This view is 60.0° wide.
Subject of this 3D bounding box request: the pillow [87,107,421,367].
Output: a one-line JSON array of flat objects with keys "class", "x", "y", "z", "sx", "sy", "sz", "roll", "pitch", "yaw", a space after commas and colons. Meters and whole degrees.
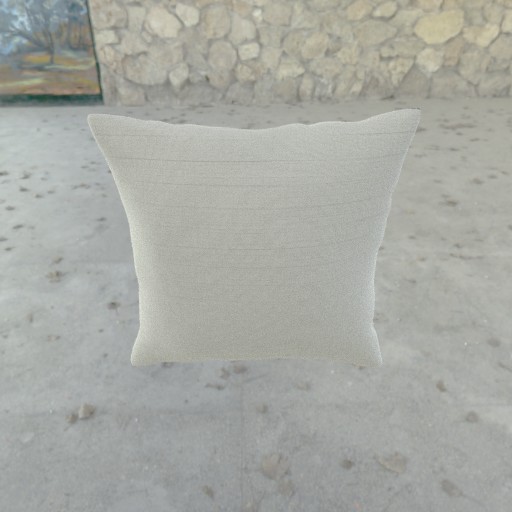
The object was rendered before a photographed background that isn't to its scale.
[{"class": "pillow", "x": 0.000, "y": 0.000, "z": 0.726, "sx": 0.470, "sy": 0.464, "sz": 0.175, "roll": -1, "pitch": 29, "yaw": -1}]
